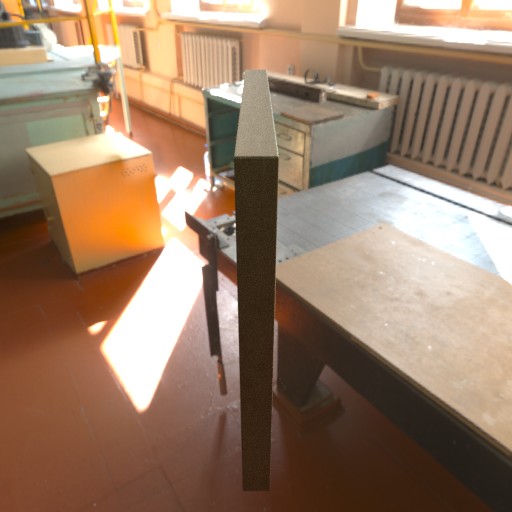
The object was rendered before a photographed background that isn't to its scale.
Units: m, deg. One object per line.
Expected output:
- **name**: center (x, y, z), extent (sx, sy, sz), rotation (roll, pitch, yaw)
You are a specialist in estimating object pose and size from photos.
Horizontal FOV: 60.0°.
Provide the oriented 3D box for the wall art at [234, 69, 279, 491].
- **wall art**: center (0.000, 0.000, 0.738), extent (0.040, 0.506, 0.503), rotation (0, 31, 0)
